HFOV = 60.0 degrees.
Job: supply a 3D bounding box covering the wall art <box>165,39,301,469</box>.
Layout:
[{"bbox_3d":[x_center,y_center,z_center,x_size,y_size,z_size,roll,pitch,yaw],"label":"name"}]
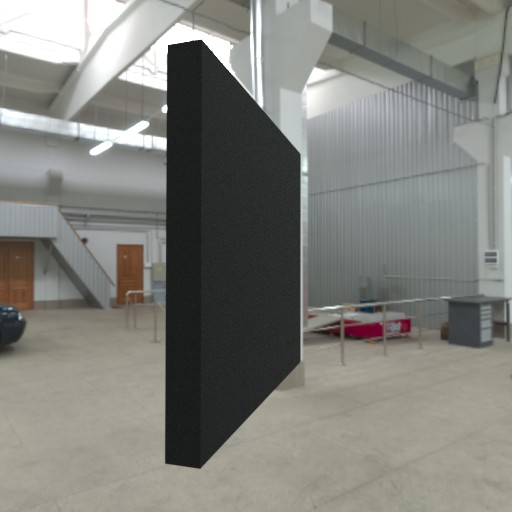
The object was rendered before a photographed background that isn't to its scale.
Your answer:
[{"bbox_3d":[0.000,0.000,0.526,0.031,0.330,0.381,0,-1,17],"label":"wall art"}]
